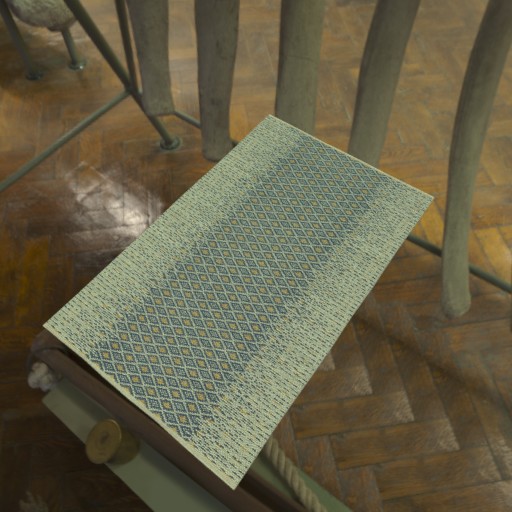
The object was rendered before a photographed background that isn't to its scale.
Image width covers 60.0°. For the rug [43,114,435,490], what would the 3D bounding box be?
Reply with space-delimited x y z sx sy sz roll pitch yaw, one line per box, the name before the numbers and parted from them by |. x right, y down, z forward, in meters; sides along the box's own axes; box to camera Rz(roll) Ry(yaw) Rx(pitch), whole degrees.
rug | 0.000 0.000 3.073 1.541 0.008 2.448 32 64 18
